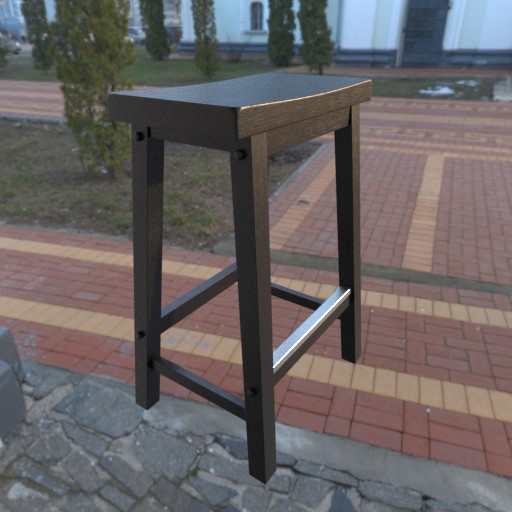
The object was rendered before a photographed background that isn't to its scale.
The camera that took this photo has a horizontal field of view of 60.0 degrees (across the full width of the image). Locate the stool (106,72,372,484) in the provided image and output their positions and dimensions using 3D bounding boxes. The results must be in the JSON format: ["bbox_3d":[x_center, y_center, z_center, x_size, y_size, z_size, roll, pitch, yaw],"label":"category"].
[{"bbox_3d":[0.000,0.000,0.841,0.322,0.610,0.406,18,32,31],"label":"stool"}]
